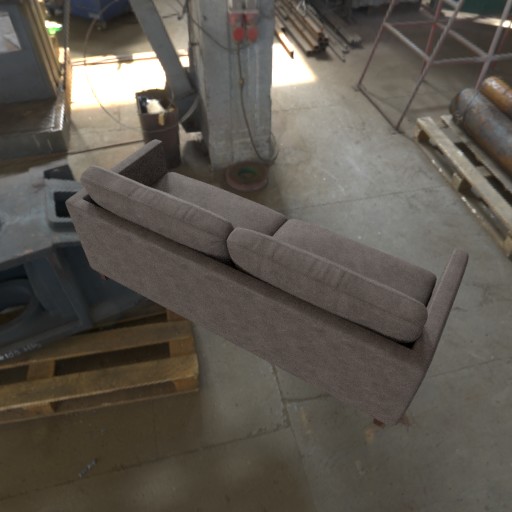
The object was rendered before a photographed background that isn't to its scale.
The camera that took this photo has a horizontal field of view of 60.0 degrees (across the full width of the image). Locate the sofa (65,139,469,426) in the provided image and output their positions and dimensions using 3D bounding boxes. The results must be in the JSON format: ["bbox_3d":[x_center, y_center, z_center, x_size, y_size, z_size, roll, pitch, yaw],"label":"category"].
[{"bbox_3d":[0.000,0.000,2.964,2.434,0.965,0.951,24,51,21],"label":"sofa"}]
